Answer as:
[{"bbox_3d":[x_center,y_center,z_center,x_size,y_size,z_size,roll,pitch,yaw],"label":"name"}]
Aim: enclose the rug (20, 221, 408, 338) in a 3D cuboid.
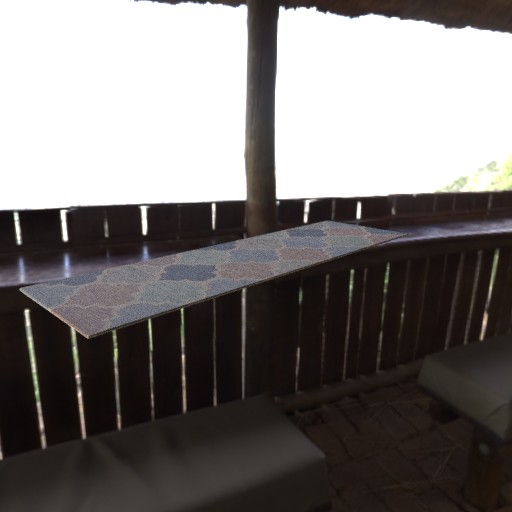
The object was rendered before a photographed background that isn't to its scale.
[{"bbox_3d":[0.000,0.000,2.514,2.287,0.011,0.687,-15,21,-43],"label":"rug"}]
